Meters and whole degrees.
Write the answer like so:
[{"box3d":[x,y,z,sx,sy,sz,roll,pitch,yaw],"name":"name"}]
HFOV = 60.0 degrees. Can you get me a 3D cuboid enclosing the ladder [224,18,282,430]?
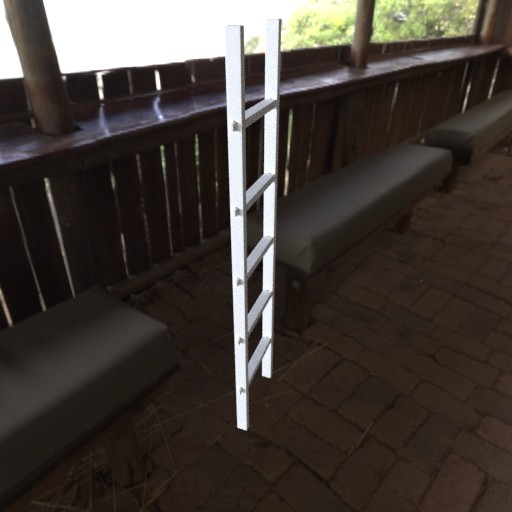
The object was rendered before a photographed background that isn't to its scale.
[{"box3d":[0.000,0.000,1.921,0.051,1.797,0.452,11,33,17],"name":"ladder"}]
